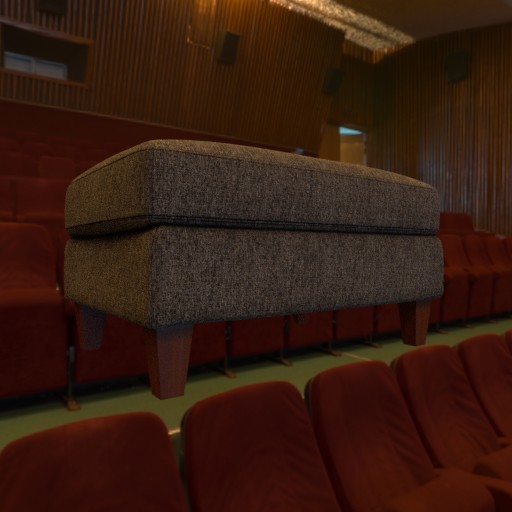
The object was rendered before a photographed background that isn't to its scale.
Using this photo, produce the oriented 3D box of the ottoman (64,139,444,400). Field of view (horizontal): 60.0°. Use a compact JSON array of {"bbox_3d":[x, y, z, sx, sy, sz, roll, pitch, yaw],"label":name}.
[{"bbox_3d":[0.000,0.000,1.181,0.864,0.483,0.584,0,1,-36],"label":"ottoman"}]
